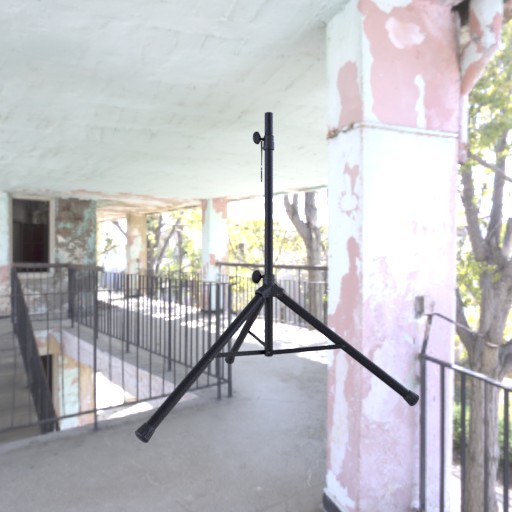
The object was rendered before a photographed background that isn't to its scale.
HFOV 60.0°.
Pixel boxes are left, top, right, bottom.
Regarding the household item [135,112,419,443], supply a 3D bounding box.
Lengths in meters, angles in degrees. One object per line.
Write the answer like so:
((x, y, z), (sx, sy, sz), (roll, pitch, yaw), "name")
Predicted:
((0.000, 0.000, 1.910), (1.045, 1.136, 0.907), (0, 0, -18), "household item")
